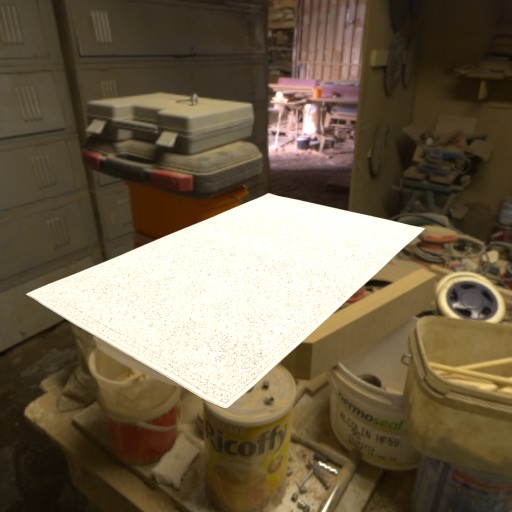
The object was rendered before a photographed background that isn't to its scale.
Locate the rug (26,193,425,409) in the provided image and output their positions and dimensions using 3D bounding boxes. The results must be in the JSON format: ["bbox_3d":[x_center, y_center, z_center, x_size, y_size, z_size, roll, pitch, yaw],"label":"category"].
[{"bbox_3d":[0.000,0.000,3.026,1.518,0.023,2.434,18,31,33],"label":"rug"}]
